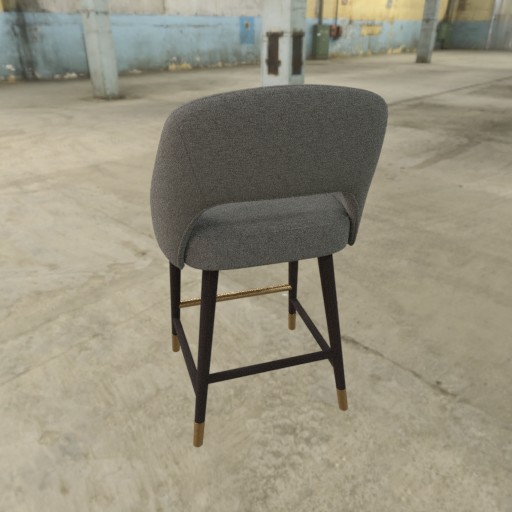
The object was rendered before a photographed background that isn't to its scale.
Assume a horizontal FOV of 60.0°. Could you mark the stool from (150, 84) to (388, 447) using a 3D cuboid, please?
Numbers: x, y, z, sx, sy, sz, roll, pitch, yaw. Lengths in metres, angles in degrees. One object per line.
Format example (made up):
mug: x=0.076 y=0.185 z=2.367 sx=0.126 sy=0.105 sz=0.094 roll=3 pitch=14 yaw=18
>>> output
stool: x=0.000 y=0.000 z=1.217 sx=0.536 sy=0.925 sz=0.524 roll=-8 pitch=28 yaw=-15
